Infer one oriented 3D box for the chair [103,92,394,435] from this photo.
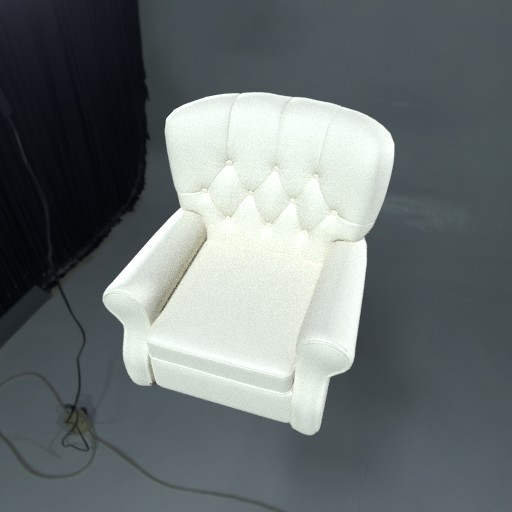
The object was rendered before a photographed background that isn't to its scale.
[{"bbox_3d":[0.000,0.000,2.053,1.035,1.169,1.132,12,42,13],"label":"chair"}]
